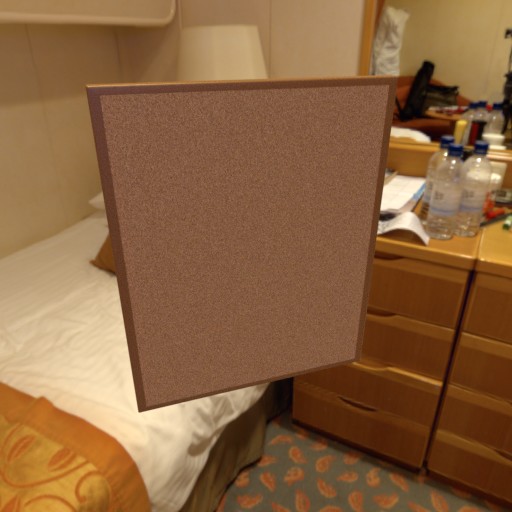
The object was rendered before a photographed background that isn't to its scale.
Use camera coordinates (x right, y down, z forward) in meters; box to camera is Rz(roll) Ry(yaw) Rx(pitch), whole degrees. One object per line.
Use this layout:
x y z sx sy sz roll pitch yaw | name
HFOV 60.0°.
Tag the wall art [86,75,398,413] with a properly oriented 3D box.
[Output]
0.000 0.000 0.511 0.310 0.379 0.015 -8 28 -16 | wall art
